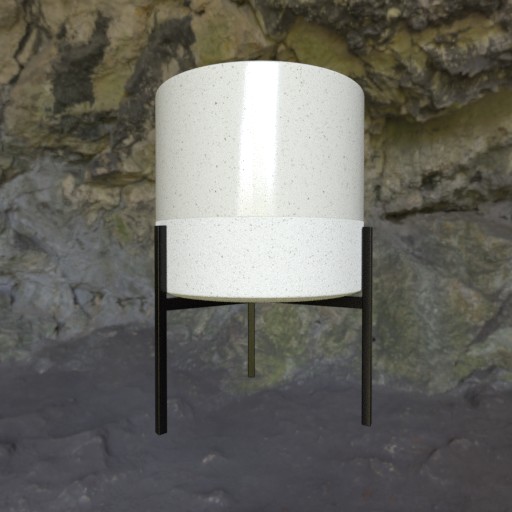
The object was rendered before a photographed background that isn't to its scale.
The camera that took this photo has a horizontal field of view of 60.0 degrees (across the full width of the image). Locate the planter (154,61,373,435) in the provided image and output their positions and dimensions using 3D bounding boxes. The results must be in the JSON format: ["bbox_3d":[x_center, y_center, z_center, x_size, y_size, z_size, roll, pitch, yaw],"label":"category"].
[{"bbox_3d":[0.000,0.000,0.332,0.159,0.230,0.152,-1,1,-36],"label":"planter"}]
